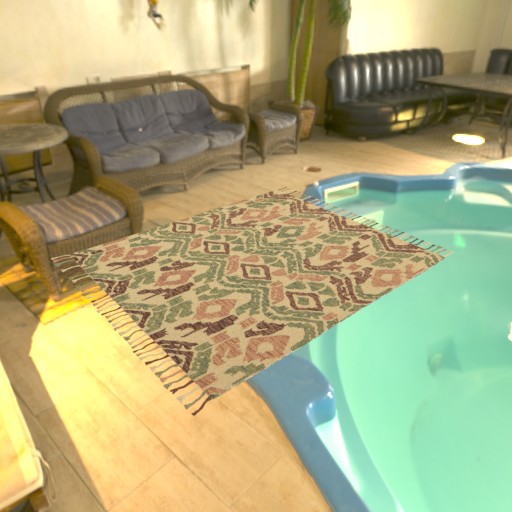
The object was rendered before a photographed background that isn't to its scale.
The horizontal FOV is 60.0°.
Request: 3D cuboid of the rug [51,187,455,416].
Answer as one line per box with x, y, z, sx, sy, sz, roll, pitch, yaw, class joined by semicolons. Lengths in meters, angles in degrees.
0.000;0.000;4.227;3.048;0.010;2.438;-22;36;-34;rug
